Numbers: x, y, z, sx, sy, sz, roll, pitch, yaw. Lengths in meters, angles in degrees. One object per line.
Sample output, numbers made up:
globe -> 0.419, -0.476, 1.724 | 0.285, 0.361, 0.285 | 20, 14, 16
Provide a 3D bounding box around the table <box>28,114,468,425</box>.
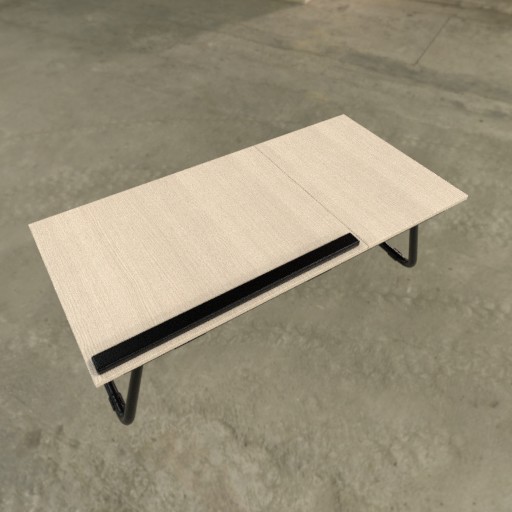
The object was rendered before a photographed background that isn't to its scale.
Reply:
table -> 0.000, 0.000, 0.798 | 0.644, 0.242, 0.322 | -25, 51, -22
